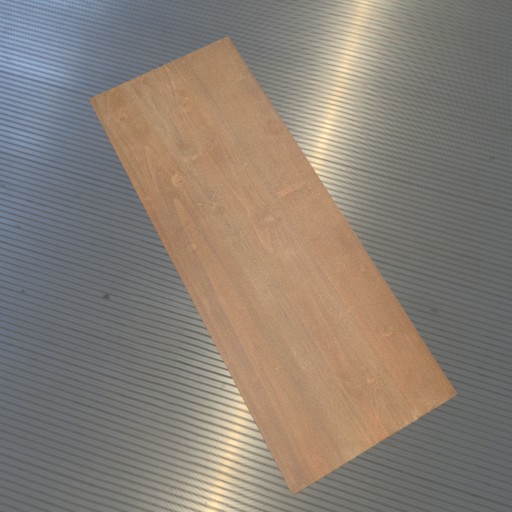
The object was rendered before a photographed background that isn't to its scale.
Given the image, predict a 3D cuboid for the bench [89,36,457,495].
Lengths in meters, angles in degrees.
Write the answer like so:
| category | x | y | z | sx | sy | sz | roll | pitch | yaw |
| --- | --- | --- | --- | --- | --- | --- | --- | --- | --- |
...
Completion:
| category | x | y | z | sx | sy | sz | roll | pitch | yaw |
| --- | --- | --- | --- | --- | --- | --- | --- | --- | --- |
| bench | 0.000 | 0.000 | 1.395 | 0.458 | 0.458 | 1.183 | -28 | 76 | -7 |
